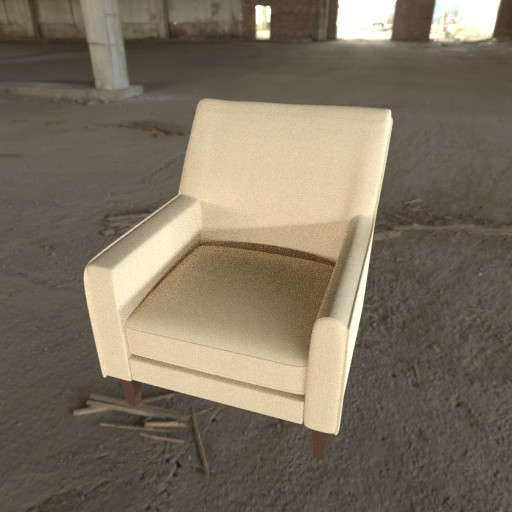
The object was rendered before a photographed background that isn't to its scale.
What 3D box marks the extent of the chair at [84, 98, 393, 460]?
[{"bbox_3d":[0.000,0.000,1.582,0.780,0.919,0.899,9,30,16],"label":"chair"}]
